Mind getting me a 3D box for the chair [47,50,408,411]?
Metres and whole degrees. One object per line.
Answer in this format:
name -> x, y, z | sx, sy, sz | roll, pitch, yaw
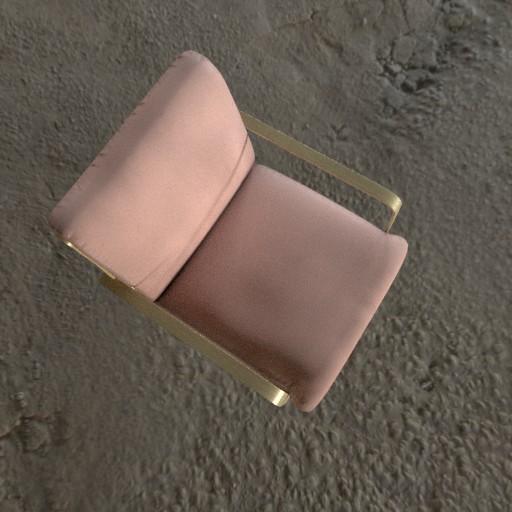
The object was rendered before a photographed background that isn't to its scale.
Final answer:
chair -> 0.000, 0.000, 1.459 | 0.848, 0.823, 0.701 | 32, 78, 8
